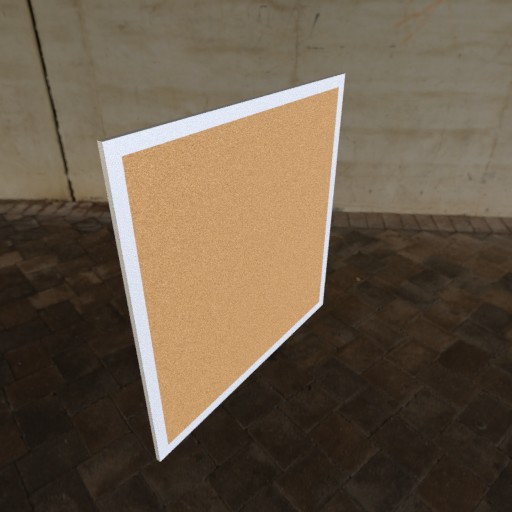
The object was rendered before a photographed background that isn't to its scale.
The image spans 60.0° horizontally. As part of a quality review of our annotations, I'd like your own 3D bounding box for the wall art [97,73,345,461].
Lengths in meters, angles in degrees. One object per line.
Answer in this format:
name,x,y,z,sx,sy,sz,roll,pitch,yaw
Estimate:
wall art,0.000,0.000,1.183,0.013,0.813,0.812,21,37,31
